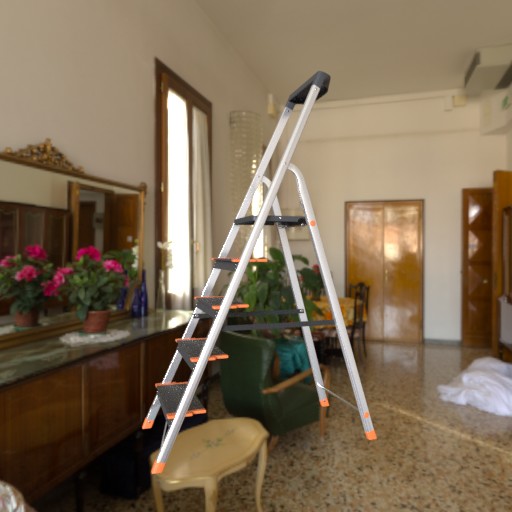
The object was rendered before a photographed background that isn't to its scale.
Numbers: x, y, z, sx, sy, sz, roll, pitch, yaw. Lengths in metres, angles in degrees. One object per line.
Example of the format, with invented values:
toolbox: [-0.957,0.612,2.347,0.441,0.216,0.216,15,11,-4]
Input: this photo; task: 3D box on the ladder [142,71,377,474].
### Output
ladder: [0.000,0.000,2.055,0.995,1.646,0.480,0,1,-19]
